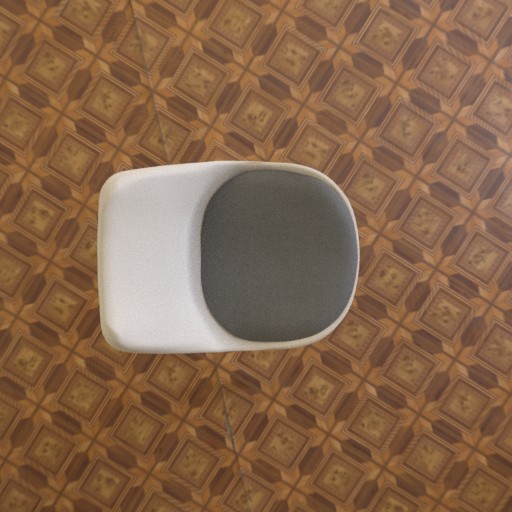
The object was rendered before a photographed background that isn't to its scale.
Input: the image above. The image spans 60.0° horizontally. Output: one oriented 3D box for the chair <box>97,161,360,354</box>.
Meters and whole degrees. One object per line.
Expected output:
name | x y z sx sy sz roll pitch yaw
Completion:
chair | 0.000 0.000 1.187 0.550 0.850 0.485 0 92 1
